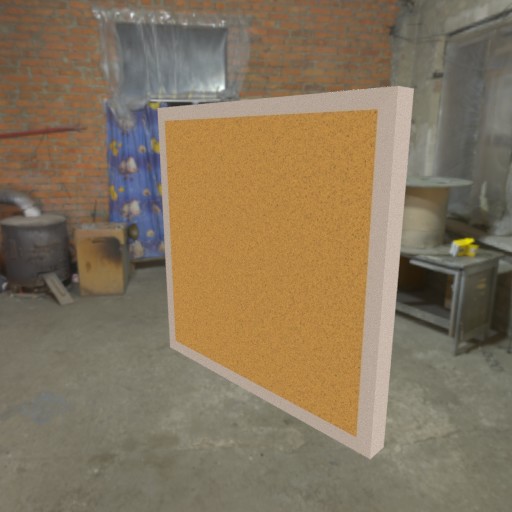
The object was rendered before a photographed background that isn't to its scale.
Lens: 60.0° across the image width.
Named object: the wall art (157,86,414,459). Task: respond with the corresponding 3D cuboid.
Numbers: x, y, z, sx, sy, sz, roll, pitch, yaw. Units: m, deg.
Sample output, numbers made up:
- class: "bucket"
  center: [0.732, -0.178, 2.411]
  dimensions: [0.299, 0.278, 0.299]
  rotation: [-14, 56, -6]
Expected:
- class: "wall art"
  center: [0.000, 0.000, 1.943]
  dimensions: [0.098, 1.291, 1.289]
  rotation: [-14, 20, -43]
